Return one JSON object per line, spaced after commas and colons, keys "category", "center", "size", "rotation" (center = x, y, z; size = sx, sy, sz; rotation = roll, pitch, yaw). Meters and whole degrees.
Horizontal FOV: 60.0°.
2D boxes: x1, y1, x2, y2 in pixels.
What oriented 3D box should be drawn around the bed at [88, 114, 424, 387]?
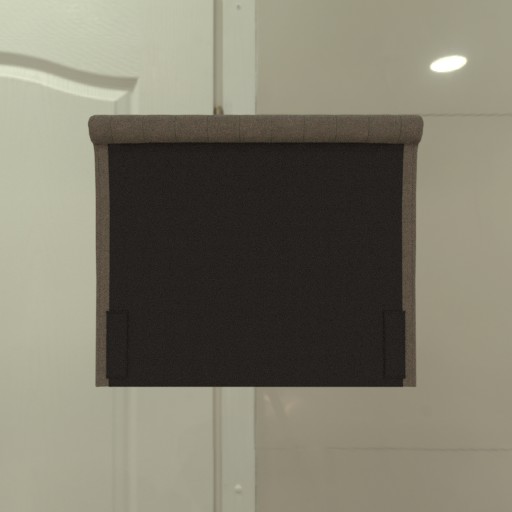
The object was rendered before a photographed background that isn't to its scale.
{"category": "bed", "center": [0.000, 0.000, 3.271], "size": [1.645, 1.371, 2.252], "rotation": [0, -1, 0]}
